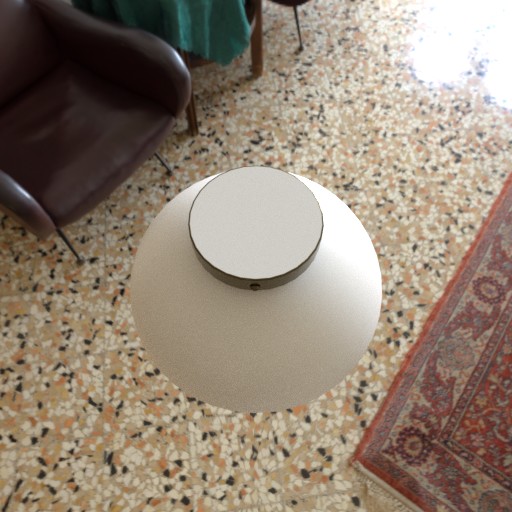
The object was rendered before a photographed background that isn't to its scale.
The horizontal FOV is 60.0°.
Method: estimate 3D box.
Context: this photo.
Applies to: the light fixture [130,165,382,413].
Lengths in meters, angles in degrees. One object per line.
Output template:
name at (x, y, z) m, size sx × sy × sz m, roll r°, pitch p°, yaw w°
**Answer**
light fixture at (0.000, 0.000, 0.563) m, size 0.355 × 0.177 × 0.355 m, roll 0°, pitch 62°, yaw 0°
